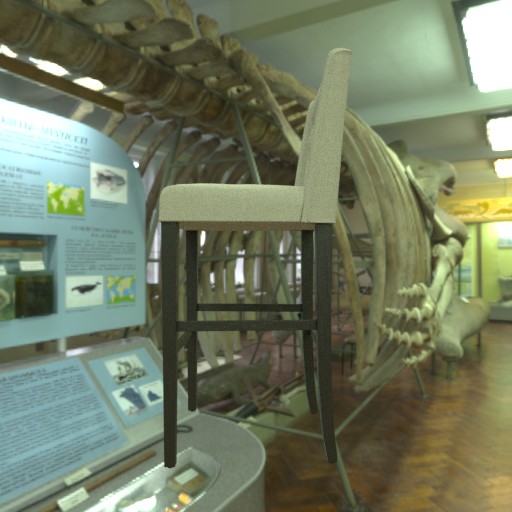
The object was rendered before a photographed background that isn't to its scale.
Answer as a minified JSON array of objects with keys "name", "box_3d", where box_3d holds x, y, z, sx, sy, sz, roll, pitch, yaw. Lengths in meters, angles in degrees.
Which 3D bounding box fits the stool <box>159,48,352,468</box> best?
[{"name":"stool","box_3d":[0.000,0.000,1.383,0.509,1.116,0.474,0,0,0]}]
